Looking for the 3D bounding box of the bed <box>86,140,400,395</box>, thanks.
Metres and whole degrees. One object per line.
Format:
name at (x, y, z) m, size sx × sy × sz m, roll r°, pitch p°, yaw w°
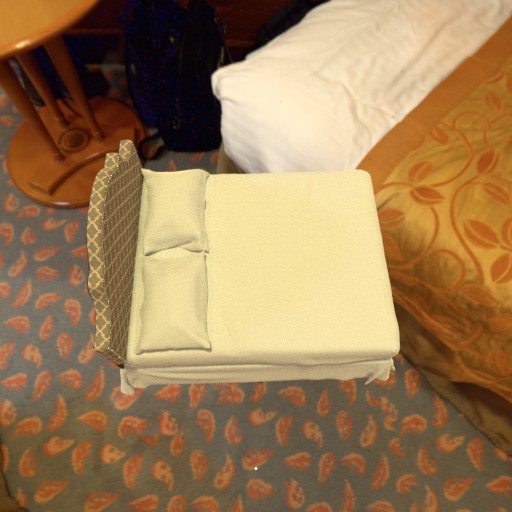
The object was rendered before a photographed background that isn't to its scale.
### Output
bed at (0.000, 0.000, 3.356) m, size 2.222 × 1.633 × 1.780 m, roll -2°, pitch 64°, yaw -1°
